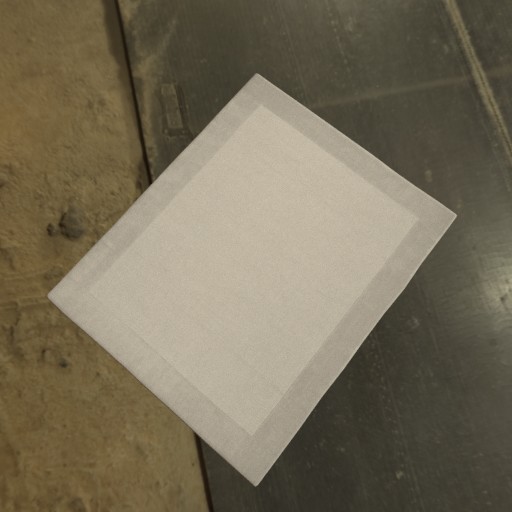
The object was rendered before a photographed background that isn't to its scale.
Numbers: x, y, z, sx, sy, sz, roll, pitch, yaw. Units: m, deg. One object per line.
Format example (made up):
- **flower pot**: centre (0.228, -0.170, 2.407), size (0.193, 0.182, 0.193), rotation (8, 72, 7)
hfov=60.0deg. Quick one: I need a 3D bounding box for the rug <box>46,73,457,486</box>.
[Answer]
- **rug**: centre (0.000, 0.000, 4.029), size (2.430, 0.018, 2.976), rotation (38, 79, 9)
